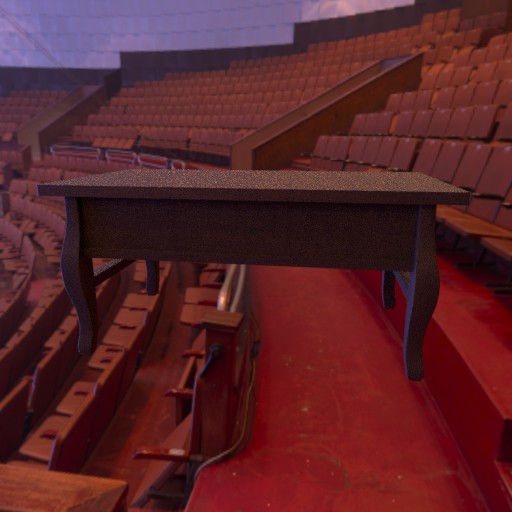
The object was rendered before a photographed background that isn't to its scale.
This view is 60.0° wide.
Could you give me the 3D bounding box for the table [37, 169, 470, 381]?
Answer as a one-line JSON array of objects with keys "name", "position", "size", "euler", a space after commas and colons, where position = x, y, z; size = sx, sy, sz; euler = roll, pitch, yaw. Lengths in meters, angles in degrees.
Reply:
[{"name": "table", "position": [0.000, 0.000, 1.412], "size": [1.062, 0.494, 0.600], "euler": [2, 15, 9]}]
